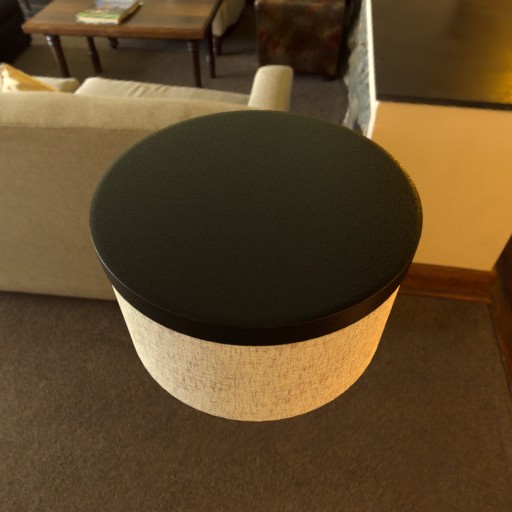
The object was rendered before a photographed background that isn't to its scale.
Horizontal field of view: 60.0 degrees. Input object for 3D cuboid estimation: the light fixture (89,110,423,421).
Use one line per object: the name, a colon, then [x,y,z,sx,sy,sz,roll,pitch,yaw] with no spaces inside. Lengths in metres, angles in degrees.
light fixture: [0.000,0.000,0.614,0.389,0.229,0.389,0,47,0]
